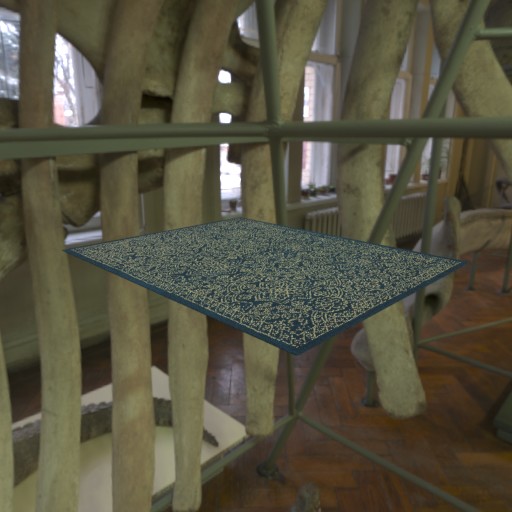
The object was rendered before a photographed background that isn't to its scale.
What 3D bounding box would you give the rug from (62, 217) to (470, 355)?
[{"bbox_3d":[0.000,0.000,4.217,3.048,0.010,2.438,15,22,43],"label":"rug"}]
